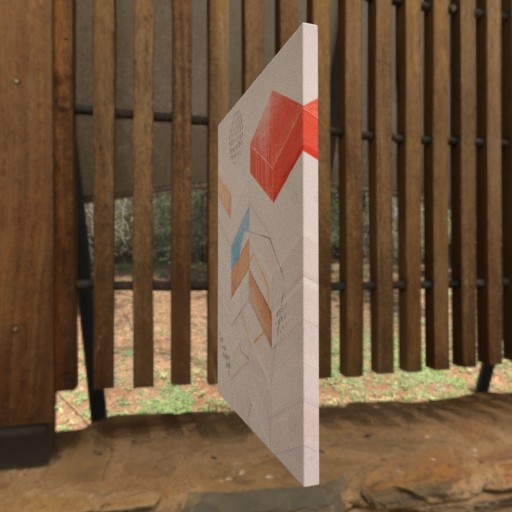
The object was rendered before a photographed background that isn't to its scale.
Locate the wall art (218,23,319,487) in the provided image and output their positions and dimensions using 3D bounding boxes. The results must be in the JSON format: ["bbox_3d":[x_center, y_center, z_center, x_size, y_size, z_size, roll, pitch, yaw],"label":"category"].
[{"bbox_3d":[0.000,0.000,1.330,0.045,1.014,0.759,0,-1,-19],"label":"wall art"}]
